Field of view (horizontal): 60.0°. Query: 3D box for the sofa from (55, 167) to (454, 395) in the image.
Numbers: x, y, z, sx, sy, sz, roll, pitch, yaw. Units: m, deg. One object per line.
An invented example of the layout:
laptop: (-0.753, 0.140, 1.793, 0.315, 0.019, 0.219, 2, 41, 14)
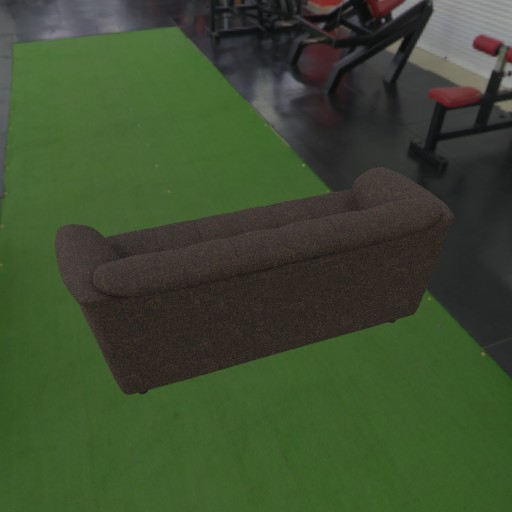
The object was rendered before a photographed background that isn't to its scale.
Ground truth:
sofa: (0.000, 0.000, 2.269, 1.849, 0.790, 0.887, -13, 42, -14)
